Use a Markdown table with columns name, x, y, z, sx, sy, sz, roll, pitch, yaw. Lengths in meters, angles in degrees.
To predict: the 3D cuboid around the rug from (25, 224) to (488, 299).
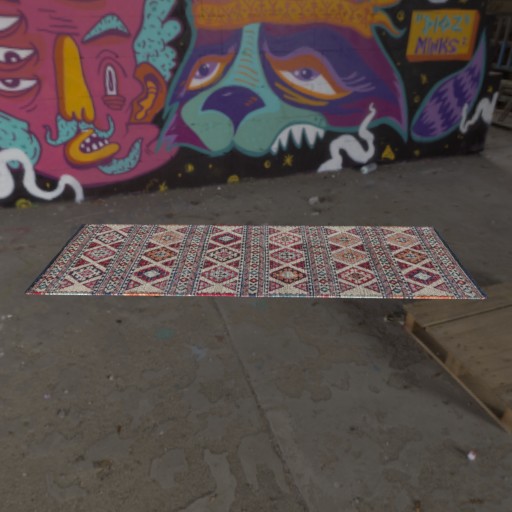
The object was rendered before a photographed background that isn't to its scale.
| name | x | y | z | sx | sy | sz | roll | pitch | yaw |
| --- | --- | --- | --- | --- | --- | --- | --- | --- | --- |
| rug | 0.000 | 0.000 | 2.608 | 2.362 | 0.008 | 0.832 | 1 | 29 | 1 |
